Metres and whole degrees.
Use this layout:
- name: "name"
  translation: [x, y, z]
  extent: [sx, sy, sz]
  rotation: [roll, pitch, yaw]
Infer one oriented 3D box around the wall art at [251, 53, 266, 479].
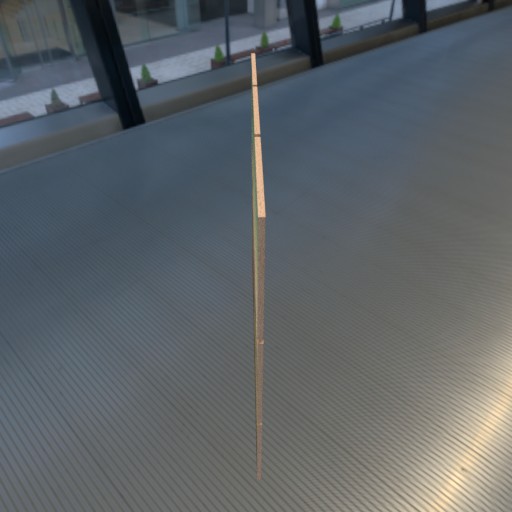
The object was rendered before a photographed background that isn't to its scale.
- name: "wall art"
  translation: [0.000, 0.000, 1.339]
  extent: [0.012, 0.910, 0.917]
  rotation: [-1, 39, -1]
